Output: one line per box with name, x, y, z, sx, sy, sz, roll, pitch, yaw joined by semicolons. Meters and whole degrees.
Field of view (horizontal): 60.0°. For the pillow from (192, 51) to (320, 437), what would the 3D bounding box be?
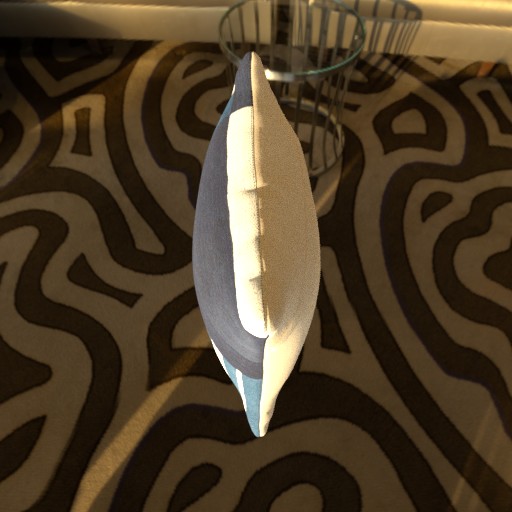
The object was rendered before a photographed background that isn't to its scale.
pillow;0.000;0.000;0.811;0.229;0.506;0.536;-2;58;-1
